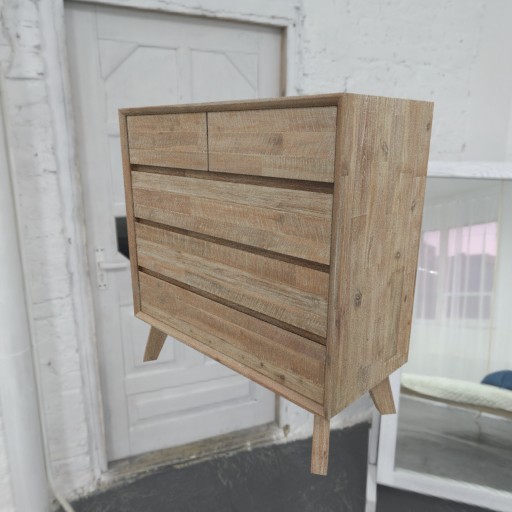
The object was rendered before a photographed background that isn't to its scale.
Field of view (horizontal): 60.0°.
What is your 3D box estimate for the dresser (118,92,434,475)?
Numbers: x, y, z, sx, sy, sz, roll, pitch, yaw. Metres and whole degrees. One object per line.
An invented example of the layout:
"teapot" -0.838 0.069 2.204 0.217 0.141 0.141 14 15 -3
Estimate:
"dresser" 0.000 0.000 1.599 0.998 1.029 0.455 15 22 43
